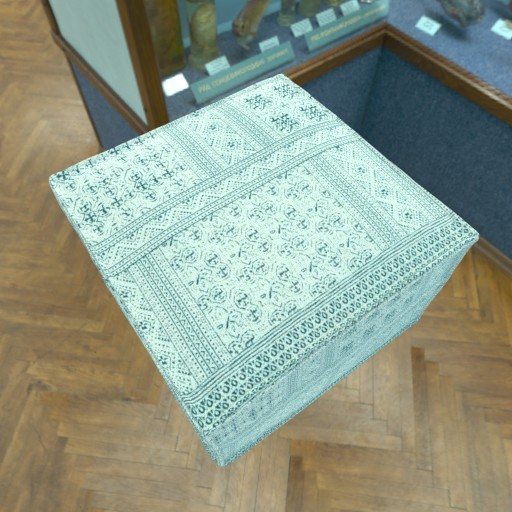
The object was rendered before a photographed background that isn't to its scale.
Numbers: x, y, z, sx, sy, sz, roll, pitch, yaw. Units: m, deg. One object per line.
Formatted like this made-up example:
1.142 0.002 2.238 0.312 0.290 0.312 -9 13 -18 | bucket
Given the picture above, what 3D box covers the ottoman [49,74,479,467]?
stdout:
0.000 0.000 1.018 0.626 0.439 0.617 -31 62 -18 | ottoman
